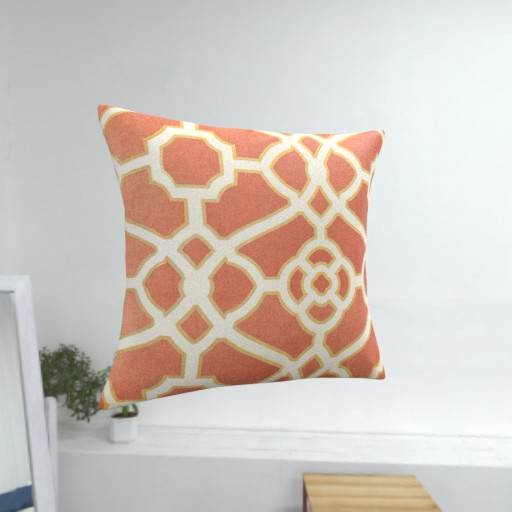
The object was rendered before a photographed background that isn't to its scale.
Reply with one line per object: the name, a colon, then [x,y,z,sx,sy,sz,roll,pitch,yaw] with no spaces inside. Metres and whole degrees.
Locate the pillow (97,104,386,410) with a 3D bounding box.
pillow: [0.000,0.000,0.819,0.552,0.508,0.166,0,1,-18]
